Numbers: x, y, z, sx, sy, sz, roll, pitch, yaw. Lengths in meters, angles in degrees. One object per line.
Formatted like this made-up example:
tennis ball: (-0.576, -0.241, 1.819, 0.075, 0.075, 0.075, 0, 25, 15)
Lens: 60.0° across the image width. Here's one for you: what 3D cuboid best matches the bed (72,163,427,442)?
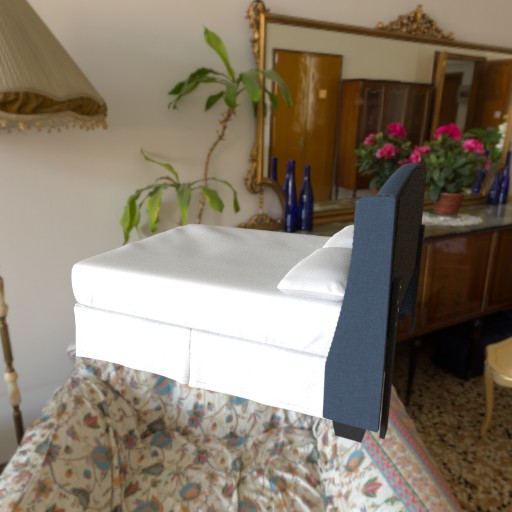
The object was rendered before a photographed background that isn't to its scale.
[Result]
bed: (0.000, 0.000, 3.329, 2.237, 1.407, 1.710, 7, 17, 24)
